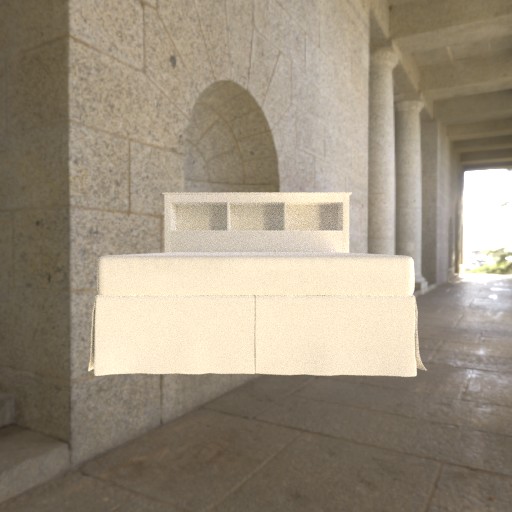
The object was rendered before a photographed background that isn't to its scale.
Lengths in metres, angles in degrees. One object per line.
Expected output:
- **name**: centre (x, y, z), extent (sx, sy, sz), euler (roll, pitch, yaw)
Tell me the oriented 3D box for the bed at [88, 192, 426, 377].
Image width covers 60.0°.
- **bed**: centre (0.000, 0.000, 3.125), extent (1.671, 1.092, 2.133), euler (0, 1, 0)
